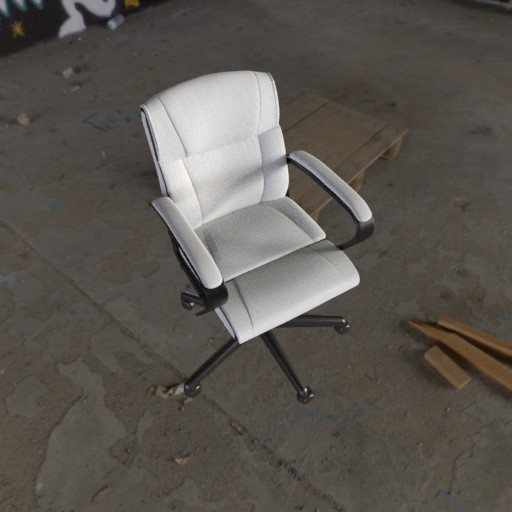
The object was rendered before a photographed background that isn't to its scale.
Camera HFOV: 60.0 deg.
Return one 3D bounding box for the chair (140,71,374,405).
[{"bbox_3d":[0.000,0.000,1.527,0.739,1.004,0.717,-23,50,-20],"label":"chair"}]
